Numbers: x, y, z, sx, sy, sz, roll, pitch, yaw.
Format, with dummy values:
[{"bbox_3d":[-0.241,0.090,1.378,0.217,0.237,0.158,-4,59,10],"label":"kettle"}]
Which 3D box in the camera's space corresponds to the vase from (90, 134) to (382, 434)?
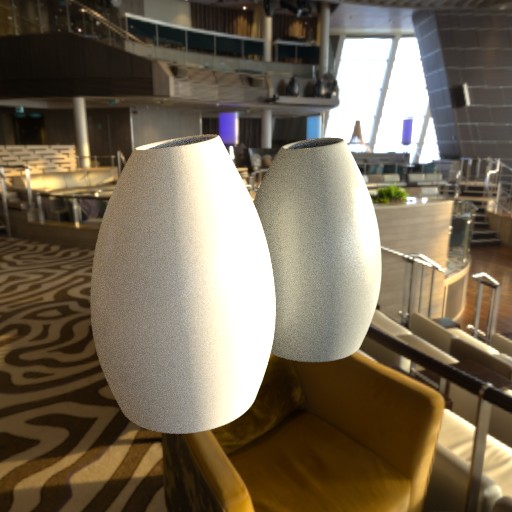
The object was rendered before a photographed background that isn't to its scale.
[{"bbox_3d":[0.000,0.000,0.250,0.187,0.131,0.089,-13,19,-43],"label":"vase"}]
